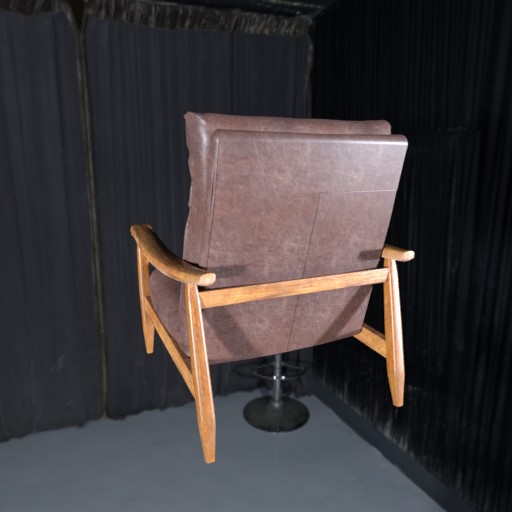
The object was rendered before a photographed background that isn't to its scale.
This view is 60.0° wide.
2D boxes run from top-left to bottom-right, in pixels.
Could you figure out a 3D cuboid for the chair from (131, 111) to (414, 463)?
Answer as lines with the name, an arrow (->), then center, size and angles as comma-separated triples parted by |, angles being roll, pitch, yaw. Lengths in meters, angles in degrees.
chair -> 0.000, 0.000, 1.562 | 0.782, 0.897, 0.830 | -6, 13, -24
